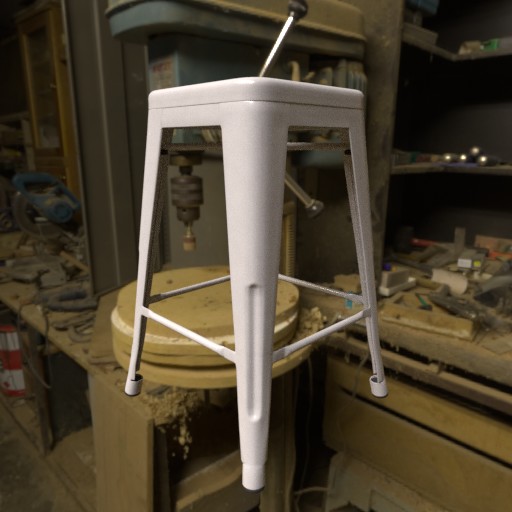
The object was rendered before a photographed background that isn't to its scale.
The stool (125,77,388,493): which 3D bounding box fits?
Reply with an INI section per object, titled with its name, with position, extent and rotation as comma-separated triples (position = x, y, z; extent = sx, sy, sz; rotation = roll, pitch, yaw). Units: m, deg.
[stool]
position = 0.000, 0.000, 0.869
extent = 0.406, 0.610, 0.406
rotation = -14, 20, -43
